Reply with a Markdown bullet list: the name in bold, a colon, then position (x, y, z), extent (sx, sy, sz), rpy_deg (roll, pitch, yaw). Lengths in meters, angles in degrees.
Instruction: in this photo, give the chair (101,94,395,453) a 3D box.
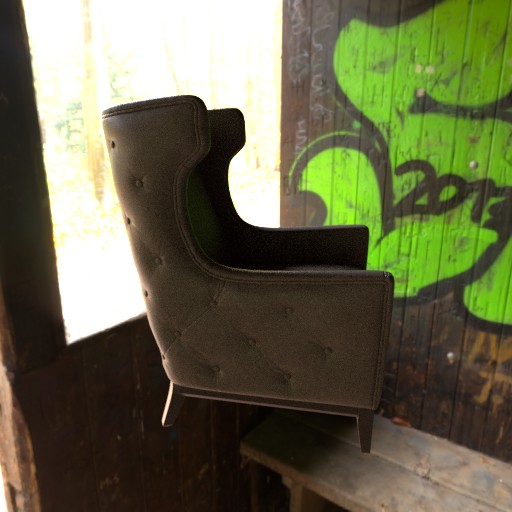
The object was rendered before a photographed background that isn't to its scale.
- **chair**: position (0.000, 0.000, 1.639), extent (0.899, 1.079, 0.769), rpy_deg (2, 16, 8)
